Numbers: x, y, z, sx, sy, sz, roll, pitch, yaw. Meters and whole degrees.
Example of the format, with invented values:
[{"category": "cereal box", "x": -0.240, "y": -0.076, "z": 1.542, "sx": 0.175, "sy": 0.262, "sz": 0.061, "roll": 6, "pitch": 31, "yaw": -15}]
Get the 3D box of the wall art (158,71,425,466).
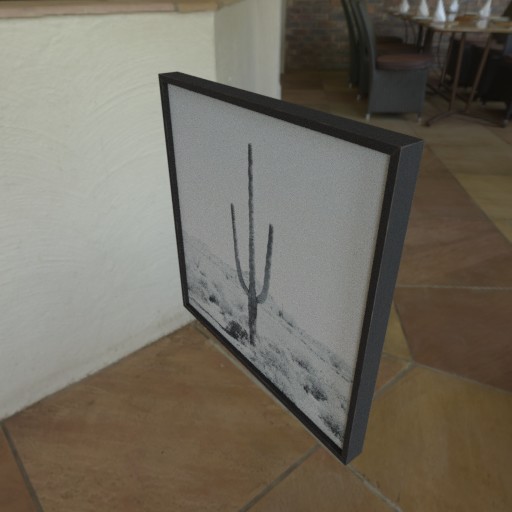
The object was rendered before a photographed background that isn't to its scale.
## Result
[{"category": "wall art", "x": 0.000, "y": 0.000, "z": 0.740, "sx": 0.038, "sy": 0.508, "sz": 0.508, "roll": -22, "pitch": 38, "yaw": -31}]
